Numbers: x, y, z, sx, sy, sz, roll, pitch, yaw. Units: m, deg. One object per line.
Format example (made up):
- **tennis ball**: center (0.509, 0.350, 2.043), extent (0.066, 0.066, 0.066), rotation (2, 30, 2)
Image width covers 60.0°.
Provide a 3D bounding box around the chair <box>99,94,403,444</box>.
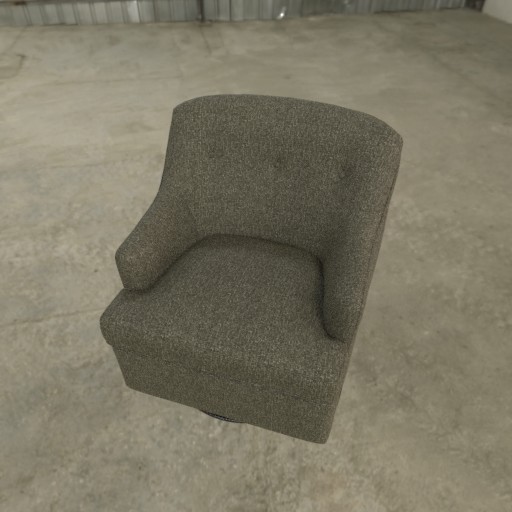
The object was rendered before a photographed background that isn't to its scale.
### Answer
- **chair**: center (0.000, 0.000, 1.620), extent (0.864, 0.856, 0.923), rotation (12, 43, 13)
